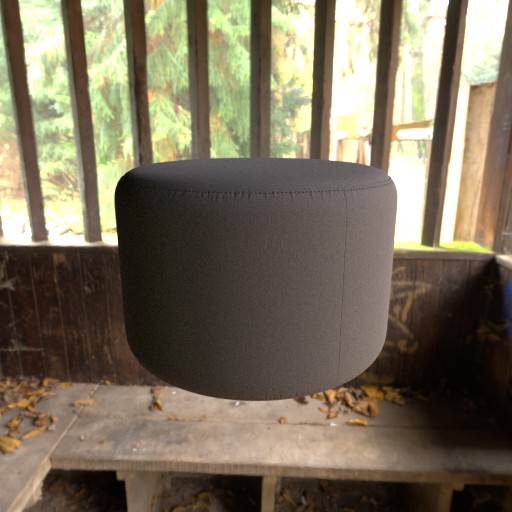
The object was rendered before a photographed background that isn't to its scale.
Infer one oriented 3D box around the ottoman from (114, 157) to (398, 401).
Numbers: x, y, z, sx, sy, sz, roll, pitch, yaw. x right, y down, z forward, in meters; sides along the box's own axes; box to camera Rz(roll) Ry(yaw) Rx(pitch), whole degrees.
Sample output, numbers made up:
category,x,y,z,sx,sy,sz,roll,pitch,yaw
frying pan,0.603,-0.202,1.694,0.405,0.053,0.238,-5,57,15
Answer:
category,x,y,z,sx,sy,sz,roll,pitch,yaw
ottoman,0.000,0.000,1.031,0.608,0.433,0.608,0,15,0
